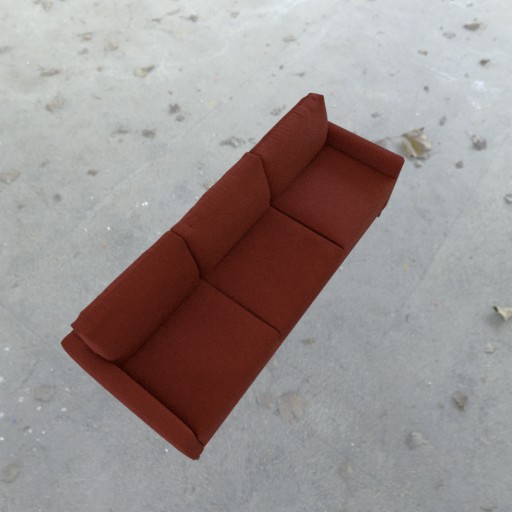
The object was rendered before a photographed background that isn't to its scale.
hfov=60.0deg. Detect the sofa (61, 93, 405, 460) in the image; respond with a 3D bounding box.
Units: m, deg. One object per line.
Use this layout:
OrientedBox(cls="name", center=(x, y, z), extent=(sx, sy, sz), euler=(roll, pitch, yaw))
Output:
OrientedBox(cls="sofa", center=(0.000, 0.000, 2.748), extent=(0.875, 0.879, 2.252), euler=(33, 64, 18))
